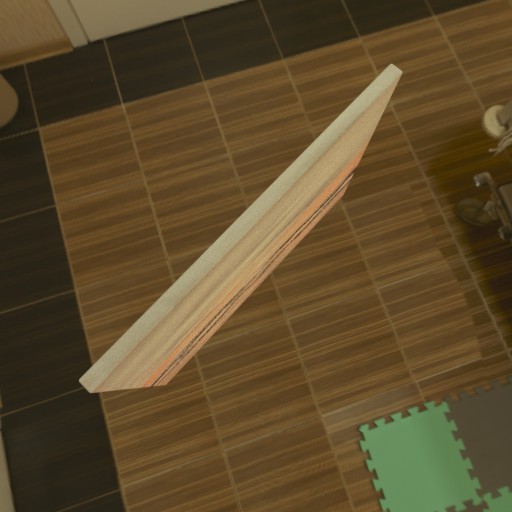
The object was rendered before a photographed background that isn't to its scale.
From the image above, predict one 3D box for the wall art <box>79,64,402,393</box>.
[{"bbox_3d":[0.000,0.000,1.348,0.038,0.763,1.015,42,79,10],"label":"wall art"}]
